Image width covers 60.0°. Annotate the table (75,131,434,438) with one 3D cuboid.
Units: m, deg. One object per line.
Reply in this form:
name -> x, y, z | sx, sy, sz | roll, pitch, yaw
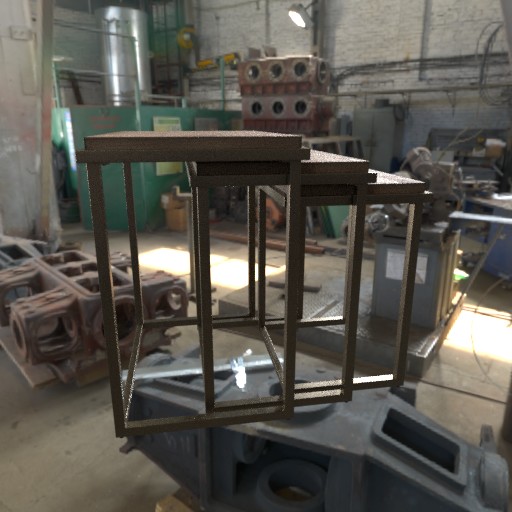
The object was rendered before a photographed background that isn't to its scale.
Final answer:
table -> 0.000, 0.000, 1.139 | 0.706, 0.610, 0.559 | -3, 17, -9
